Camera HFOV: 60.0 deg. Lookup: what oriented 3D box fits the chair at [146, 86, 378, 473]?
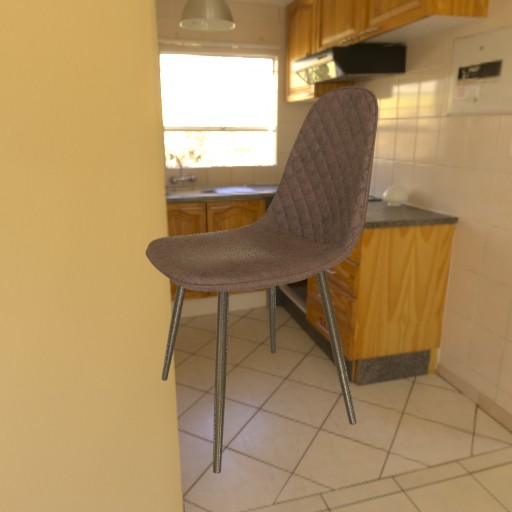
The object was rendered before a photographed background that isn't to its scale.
[{"bbox_3d":[0.000,0.000,1.213,0.561,0.889,0.472,-8,18,-26],"label":"chair"}]
